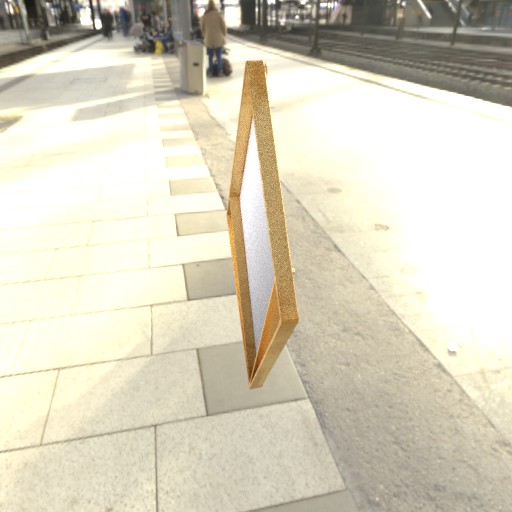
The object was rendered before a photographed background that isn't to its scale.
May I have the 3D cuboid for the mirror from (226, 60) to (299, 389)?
[{"bbox_3d":[0.000,0.000,0.839,0.032,0.679,0.419,-7,29,-13],"label":"mirror"}]
